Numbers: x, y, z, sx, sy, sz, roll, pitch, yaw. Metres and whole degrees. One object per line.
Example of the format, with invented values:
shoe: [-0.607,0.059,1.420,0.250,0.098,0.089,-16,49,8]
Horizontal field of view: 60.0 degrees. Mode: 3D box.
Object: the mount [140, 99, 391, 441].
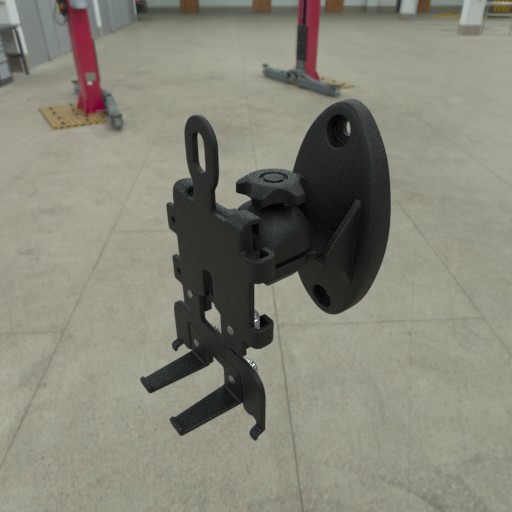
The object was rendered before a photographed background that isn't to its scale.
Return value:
mount: [0.000,0.000,0.178,0.100,0.118,0.066,-23,38,-32]
